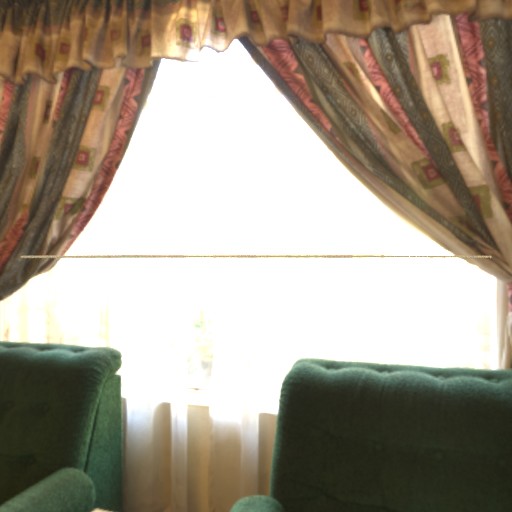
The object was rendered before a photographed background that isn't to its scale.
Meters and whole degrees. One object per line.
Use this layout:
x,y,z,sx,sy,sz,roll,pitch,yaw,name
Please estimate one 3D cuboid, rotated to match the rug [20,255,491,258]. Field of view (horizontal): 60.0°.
0.000,0.000,2.863,2.232,0.011,1.555,0,0,0,rug
